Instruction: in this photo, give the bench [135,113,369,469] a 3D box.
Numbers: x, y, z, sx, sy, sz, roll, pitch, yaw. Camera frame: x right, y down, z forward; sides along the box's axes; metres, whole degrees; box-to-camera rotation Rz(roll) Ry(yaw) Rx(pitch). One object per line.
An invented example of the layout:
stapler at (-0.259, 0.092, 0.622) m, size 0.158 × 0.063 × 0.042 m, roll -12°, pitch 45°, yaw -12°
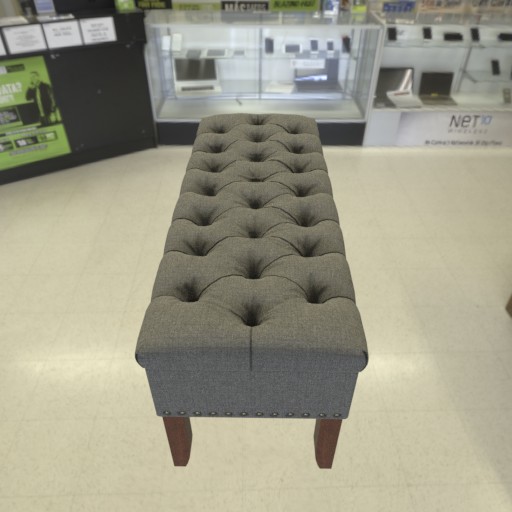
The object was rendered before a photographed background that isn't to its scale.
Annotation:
bench at (0.000, 0.000, 1.296) m, size 0.417 × 0.470 × 1.052 m, roll 1°, pitch 39°, yaw 1°
